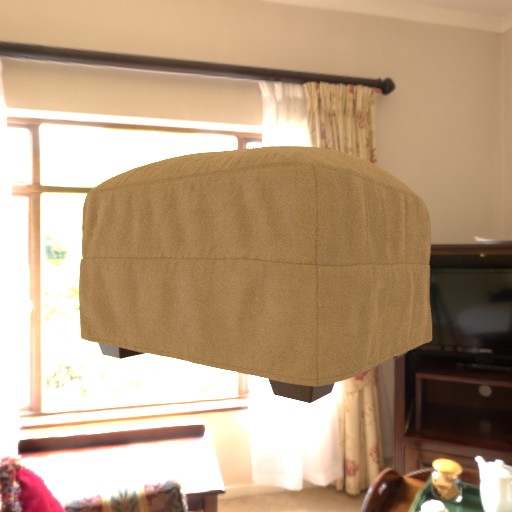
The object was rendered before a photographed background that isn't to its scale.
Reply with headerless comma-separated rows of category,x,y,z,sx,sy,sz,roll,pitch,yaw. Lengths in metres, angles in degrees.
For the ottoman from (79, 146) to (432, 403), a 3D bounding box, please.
ottoman,0.000,0.000,1.081,0.712,0.480,0.584,0,0,37
